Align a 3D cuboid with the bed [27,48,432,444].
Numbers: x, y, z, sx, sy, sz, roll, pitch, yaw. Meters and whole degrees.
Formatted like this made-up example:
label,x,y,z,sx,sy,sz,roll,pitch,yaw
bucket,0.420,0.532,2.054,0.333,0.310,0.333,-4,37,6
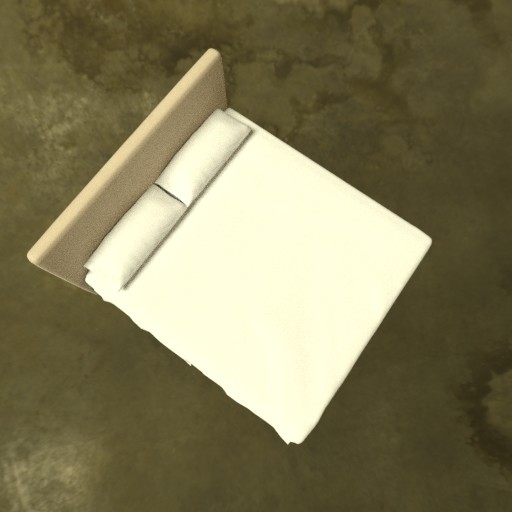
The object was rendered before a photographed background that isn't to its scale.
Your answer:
label,x,y,z,sx,sy,sz,roll,pitch,yaw
bed,0.000,0.000,3.588,2.319,1.317,2.119,35,78,9
